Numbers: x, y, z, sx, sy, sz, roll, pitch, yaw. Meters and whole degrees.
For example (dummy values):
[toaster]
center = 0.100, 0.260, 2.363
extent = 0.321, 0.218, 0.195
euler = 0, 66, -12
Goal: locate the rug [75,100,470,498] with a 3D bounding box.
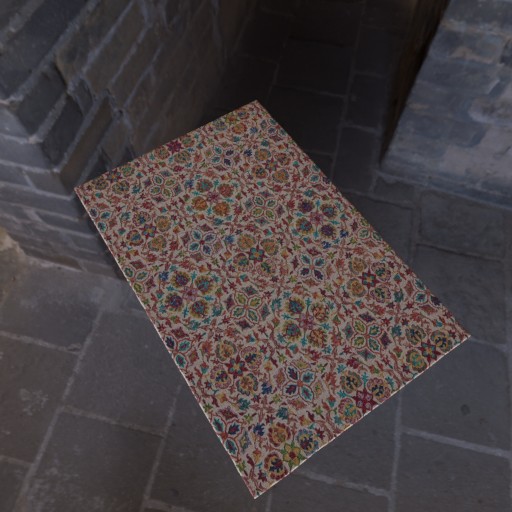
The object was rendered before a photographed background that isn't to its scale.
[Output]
[rug]
center = 0.000, 0.000, 2.870
extent = 1.541, 0.018, 2.297
euler = -31, 67, -15
